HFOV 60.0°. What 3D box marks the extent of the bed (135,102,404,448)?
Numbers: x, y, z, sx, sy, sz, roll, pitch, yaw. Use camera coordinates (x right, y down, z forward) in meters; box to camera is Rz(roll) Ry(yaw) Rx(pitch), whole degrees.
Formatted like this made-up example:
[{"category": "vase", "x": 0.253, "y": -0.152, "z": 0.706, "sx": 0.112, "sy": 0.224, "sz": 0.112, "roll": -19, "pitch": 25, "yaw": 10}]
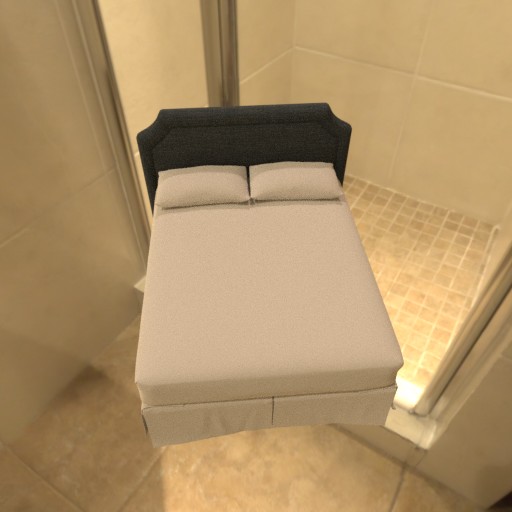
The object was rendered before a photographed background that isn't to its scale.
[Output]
[{"category": "bed", "x": 0.000, "y": 0.000, "z": 3.306, "sx": 1.828, "sy": 1.297, "sz": 2.208, "roll": -3, "pitch": 46, "yaw": -3}]
